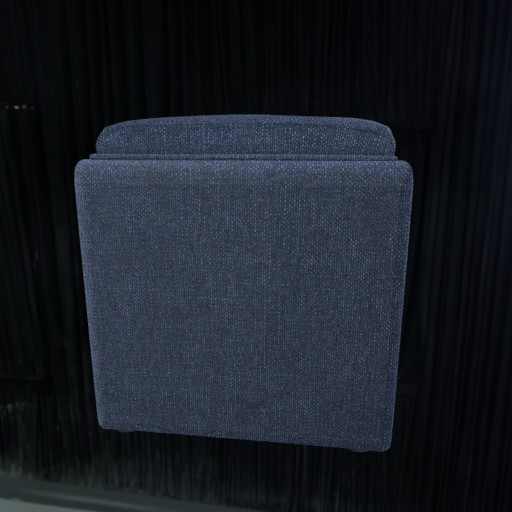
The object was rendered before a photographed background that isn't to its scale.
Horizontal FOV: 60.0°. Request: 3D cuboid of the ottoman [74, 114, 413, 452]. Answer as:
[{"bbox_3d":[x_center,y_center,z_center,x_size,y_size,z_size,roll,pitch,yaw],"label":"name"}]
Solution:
[{"bbox_3d":[0.000,0.000,0.822,0.454,0.493,0.436,2,14,7],"label":"ottoman"}]
